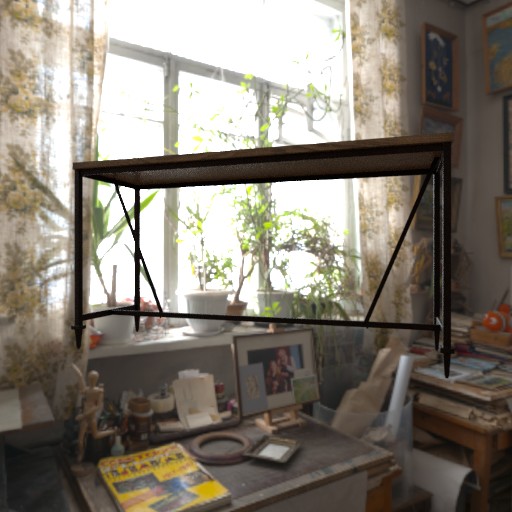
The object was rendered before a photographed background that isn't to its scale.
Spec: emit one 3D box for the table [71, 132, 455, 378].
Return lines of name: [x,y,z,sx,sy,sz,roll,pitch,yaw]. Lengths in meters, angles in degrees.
table: [0.000,0.000,2.135,1.700,0.902,0.551,0,0,18]
